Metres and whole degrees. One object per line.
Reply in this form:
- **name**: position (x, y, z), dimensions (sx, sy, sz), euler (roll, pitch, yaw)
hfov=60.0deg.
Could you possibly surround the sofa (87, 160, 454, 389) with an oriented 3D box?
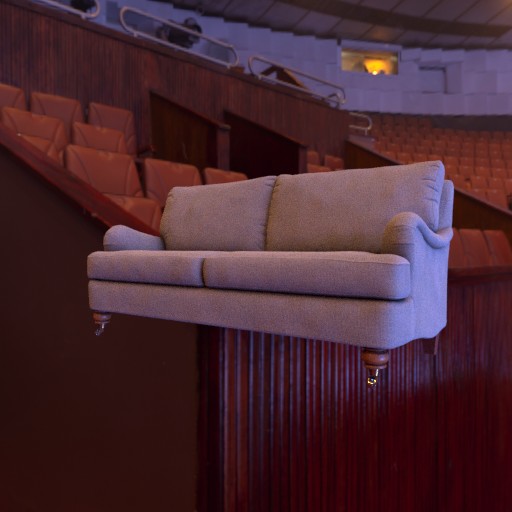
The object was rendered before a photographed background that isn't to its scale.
- **sofa**: position (0.000, 0.000, 2.821), dimensions (2.193, 1.096, 1.069), euler (1, 1, 36)
